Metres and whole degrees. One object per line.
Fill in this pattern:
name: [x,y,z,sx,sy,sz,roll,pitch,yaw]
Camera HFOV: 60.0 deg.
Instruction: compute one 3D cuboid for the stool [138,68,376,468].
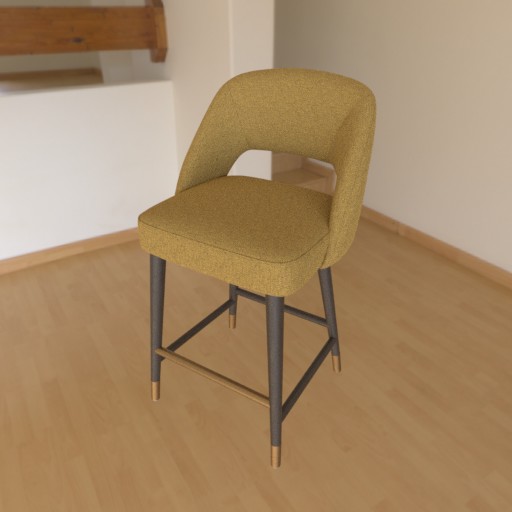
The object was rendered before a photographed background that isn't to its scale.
stool: [0.000,0.000,1.256,0.536,0.939,0.522,17,34,28]
